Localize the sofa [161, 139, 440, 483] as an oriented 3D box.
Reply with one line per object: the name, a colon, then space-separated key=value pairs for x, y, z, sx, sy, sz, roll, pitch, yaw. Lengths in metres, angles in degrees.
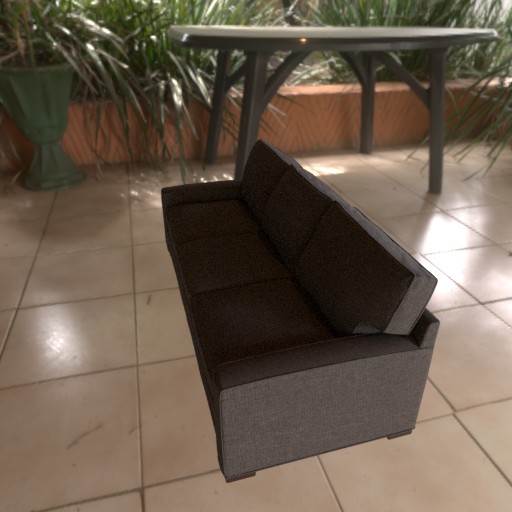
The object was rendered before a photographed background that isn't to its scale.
sofa: x=0.000 y=0.000 z=2.886 sx=1.004 sy=0.978 sz=2.369 roll=-8 pitch=30 yaw=-14
